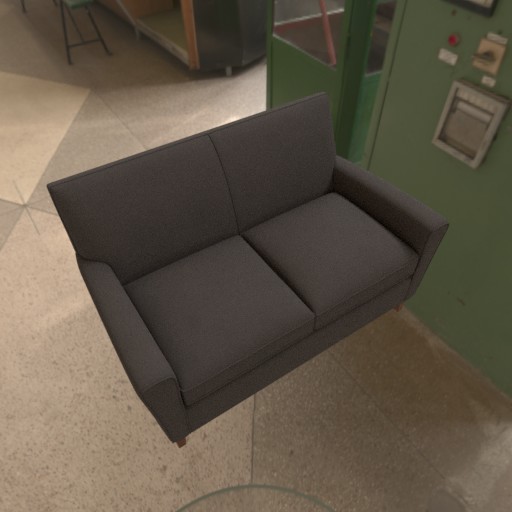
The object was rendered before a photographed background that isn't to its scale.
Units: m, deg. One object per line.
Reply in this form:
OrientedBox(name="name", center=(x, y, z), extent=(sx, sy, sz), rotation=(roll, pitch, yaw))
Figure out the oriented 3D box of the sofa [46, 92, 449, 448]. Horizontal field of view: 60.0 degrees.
OrientedBox(name="sofa", center=(0.000, 0.000, 1.986), extent=(1.420, 0.846, 0.871), rotation=(-26, 52, -22))
